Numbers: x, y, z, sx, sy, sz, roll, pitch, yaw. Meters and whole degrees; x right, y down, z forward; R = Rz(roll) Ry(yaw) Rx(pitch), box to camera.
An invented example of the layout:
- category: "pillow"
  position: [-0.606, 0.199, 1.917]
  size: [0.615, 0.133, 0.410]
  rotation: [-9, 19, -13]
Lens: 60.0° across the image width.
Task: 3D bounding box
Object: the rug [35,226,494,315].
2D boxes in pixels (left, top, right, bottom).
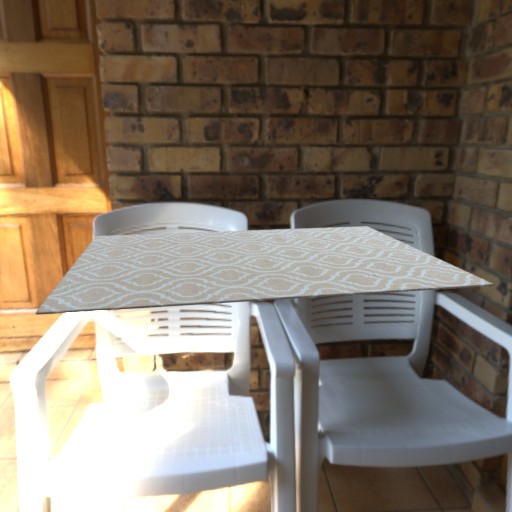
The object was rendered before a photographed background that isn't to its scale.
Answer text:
- category: "rug"
  position: [0.000, 0.000, 2.740]
  size: [2.134, 0.010, 1.524]
  rotation: [-3, 15, -10]
